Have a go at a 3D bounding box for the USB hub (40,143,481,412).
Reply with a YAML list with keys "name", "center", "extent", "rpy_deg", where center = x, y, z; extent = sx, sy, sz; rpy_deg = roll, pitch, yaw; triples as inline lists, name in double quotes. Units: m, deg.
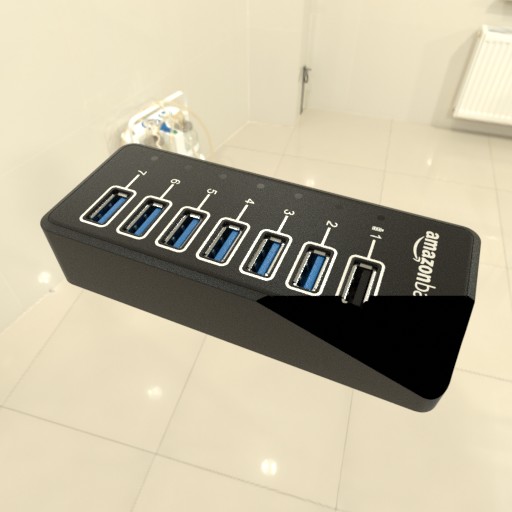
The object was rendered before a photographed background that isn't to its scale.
- name: "USB hub"
  center: [0.000, 0.000, 0.124]
  extent: [0.110, 0.023, 0.044]
  rpy_deg: [17, 49, 15]
